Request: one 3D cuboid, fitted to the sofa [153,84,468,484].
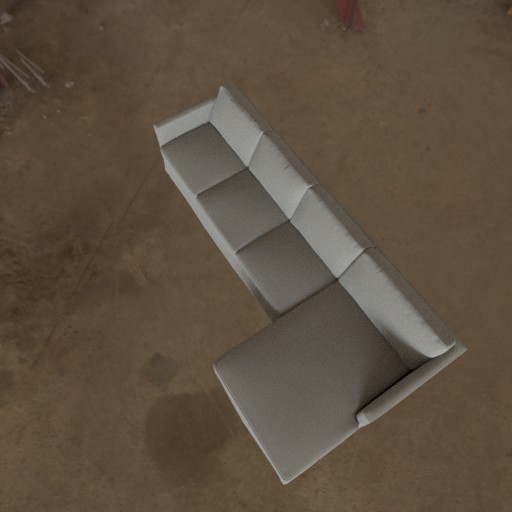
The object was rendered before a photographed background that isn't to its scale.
[{"bbox_3d":[0.000,0.000,3.818,1.622,0.867,3.177,-31,68,-14],"label":"sofa"}]
